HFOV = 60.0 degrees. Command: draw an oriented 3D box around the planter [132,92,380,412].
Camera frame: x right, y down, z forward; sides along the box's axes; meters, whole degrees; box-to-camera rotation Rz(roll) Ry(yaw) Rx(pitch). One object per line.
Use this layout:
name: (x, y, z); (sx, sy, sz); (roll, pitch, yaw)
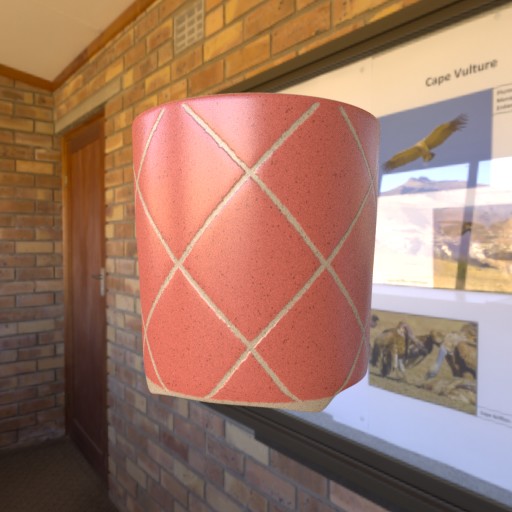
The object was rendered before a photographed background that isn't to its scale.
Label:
planter: (0.000, 0.000, 0.424); (0.227, 0.235, 0.227); (0, 1, 0)
